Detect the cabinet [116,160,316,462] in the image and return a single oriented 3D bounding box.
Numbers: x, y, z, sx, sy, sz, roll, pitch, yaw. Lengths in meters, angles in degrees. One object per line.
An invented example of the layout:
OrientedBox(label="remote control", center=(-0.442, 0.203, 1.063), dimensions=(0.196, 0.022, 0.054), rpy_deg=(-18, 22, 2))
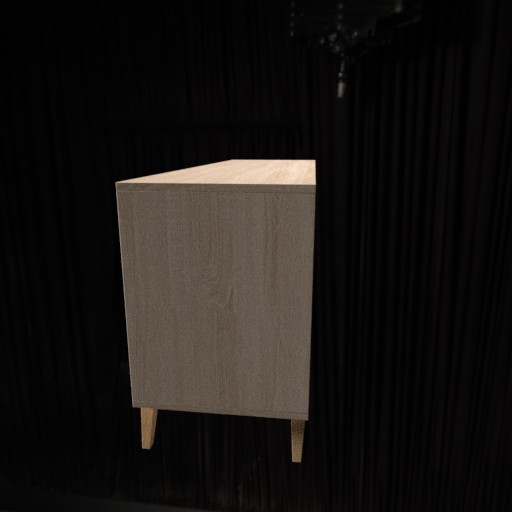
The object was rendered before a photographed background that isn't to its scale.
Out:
OrientedBox(label="cabinet", center=(0.000, 0.000, 1.974), dimensions=(0.500, 0.780, 1.649), rpy_deg=(2, 14, 7))
